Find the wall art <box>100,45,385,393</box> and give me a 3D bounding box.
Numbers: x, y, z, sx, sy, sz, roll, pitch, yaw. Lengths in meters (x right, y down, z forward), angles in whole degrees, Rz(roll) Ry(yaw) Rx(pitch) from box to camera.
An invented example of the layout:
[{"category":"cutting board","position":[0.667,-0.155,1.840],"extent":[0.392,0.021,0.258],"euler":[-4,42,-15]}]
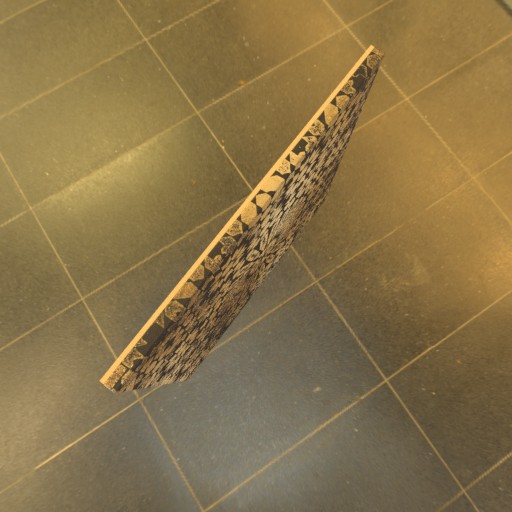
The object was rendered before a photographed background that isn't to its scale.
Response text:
[{"category":"wall art","position":[0.000,0.000,1.347],"extent":[0.038,0.914,0.914],"euler":[36,79,8]}]
